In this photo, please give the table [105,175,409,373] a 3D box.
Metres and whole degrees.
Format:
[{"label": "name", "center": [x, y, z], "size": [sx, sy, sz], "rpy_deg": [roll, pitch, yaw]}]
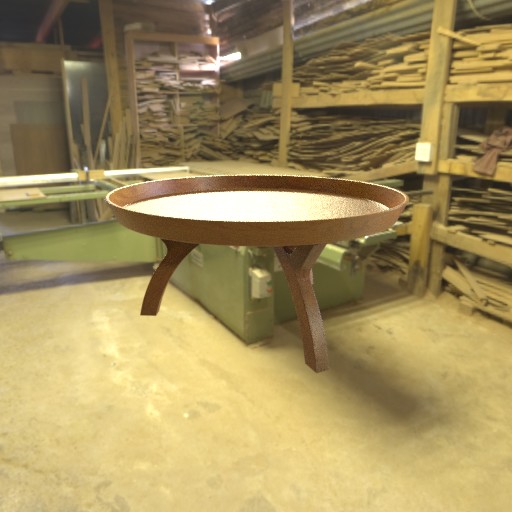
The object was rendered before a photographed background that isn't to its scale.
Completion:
[{"label": "table", "center": [0.000, 0.000, 1.596], "size": [1.016, 0.470, 1.016], "rpy_deg": [0, 17, 0]}]
